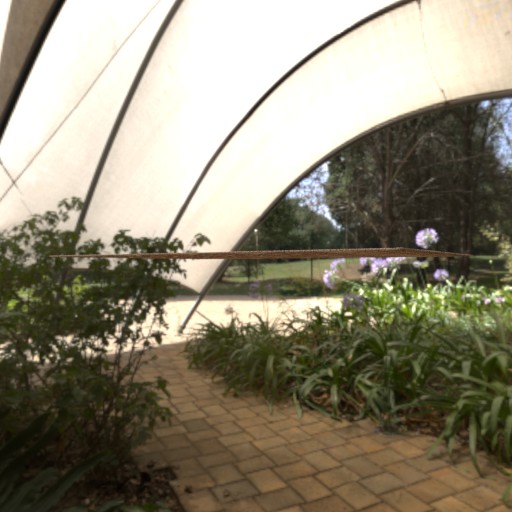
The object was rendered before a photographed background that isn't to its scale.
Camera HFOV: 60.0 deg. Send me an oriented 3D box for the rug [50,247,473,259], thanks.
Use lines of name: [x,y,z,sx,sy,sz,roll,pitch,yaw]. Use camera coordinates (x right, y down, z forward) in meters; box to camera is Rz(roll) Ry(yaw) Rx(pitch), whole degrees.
rug: [0.000,0.000,2.995,2.440,0.010,1.545,-1,-1,35]
